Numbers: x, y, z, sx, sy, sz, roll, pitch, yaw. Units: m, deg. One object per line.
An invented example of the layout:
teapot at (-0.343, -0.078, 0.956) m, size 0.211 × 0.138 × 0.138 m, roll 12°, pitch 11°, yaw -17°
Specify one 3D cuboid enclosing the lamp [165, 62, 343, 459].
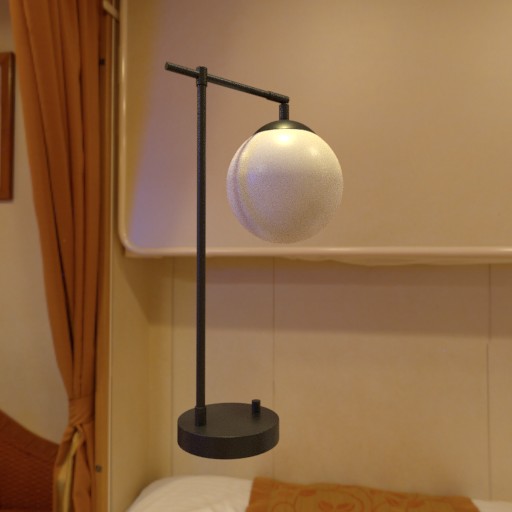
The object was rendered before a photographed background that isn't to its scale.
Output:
lamp at (0.000, 0.000, 0.716) m, size 0.316 × 0.559 × 0.197 m, roll 1°, pitch -2°, yaw -36°
